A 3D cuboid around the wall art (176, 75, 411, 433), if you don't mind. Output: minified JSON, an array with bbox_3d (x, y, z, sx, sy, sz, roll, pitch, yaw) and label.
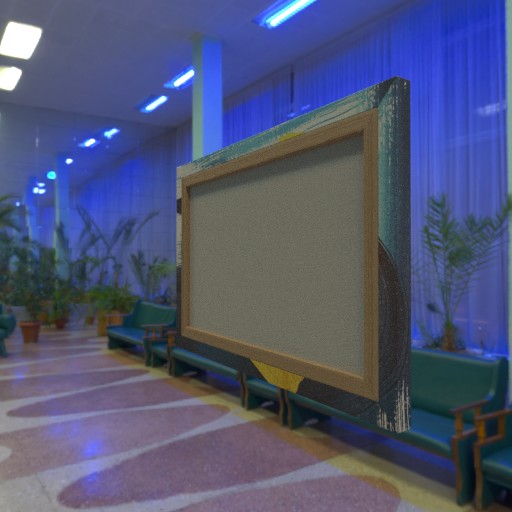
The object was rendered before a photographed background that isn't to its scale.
[{"bbox_3d":[0.000,0.000,1.143,0.039,0.610,0.914,0,-1,-34],"label":"wall art"}]
